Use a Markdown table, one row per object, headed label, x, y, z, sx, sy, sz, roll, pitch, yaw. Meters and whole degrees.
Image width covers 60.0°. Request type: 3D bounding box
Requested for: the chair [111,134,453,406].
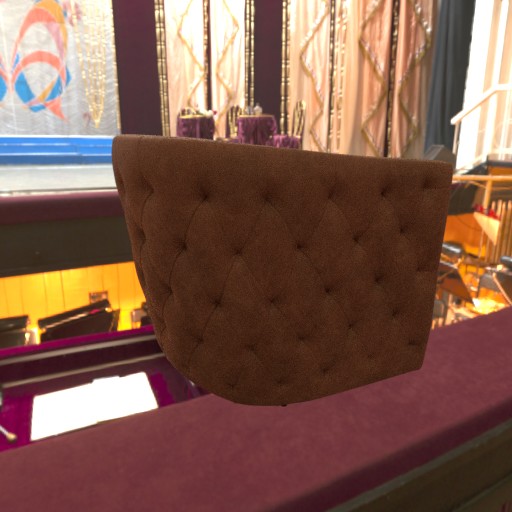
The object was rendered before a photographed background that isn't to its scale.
| label | x | y | z | sx | sy | sz | roll | pitch | yaw |
| --- | --- | --- | --- | --- | --- | --- | --- | --- | --- |
| chair | 0.000 | 0.000 | 1.503 | 0.870 | 0.790 | 0.850 | -7 | 16 | -26 |
